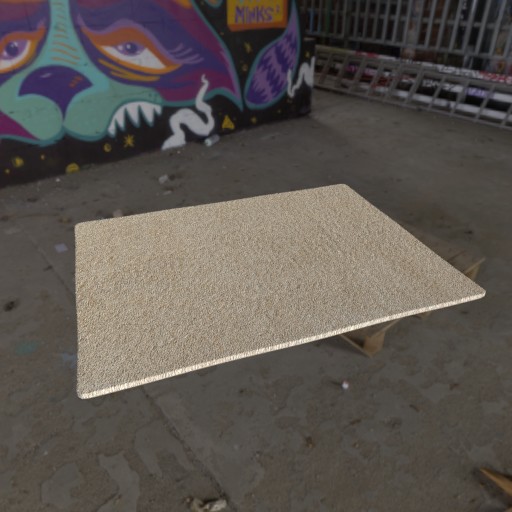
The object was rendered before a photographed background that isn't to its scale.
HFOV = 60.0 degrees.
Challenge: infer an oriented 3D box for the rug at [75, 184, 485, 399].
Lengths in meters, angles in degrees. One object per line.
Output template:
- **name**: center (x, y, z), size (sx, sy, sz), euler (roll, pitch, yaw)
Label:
- **rug**: center (0.000, 0.000, 2.080), size (1.600, 0.027, 1.200), euler (-11, 34, -16)
